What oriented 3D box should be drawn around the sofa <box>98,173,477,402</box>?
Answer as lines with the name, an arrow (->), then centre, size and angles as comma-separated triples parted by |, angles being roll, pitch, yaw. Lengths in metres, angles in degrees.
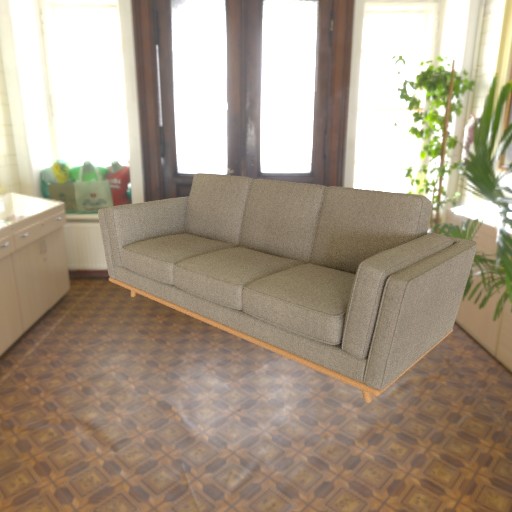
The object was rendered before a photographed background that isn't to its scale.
sofa -> 0.000, 0.000, 2.806 | 2.362, 0.899, 0.903 | 14, 21, 41
